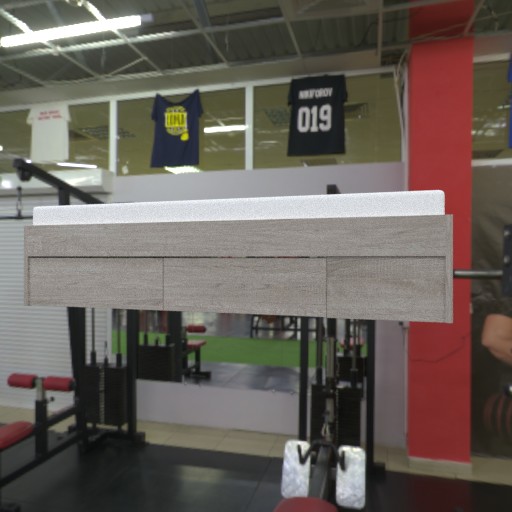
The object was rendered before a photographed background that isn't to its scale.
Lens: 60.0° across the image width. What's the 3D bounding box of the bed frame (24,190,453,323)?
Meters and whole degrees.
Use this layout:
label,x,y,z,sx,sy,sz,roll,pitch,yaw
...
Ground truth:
label,x,y,z,sx,sy,sz,roll,pitch,yaw
bed frame,0.000,0.000,2.585,1.944,0.490,1.448,0,0,17
